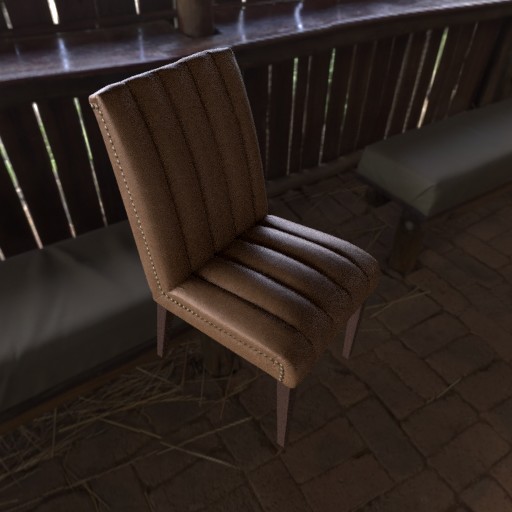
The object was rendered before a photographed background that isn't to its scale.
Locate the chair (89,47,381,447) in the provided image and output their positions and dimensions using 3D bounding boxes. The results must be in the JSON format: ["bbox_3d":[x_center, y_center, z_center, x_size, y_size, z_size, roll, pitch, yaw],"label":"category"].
[{"bbox_3d":[0.000,0.000,1.356,0.647,1.016,0.511,26,47,27],"label":"chair"}]
